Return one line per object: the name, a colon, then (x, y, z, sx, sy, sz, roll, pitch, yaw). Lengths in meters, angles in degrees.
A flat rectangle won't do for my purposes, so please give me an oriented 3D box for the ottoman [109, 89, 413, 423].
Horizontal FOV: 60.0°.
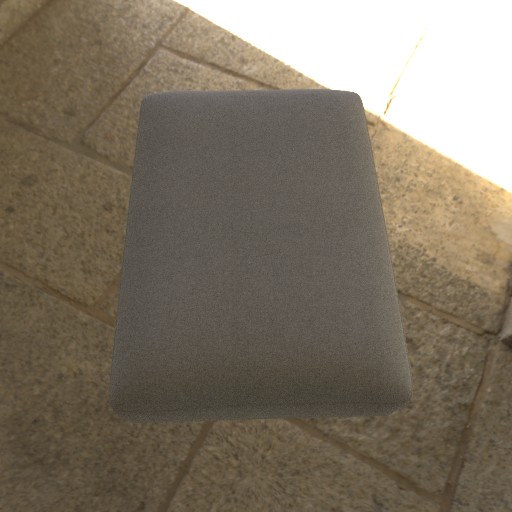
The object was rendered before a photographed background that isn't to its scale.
ottoman: (0.000, 0.000, 1.053, 0.549, 0.428, 0.749, -1, 64, -1)
